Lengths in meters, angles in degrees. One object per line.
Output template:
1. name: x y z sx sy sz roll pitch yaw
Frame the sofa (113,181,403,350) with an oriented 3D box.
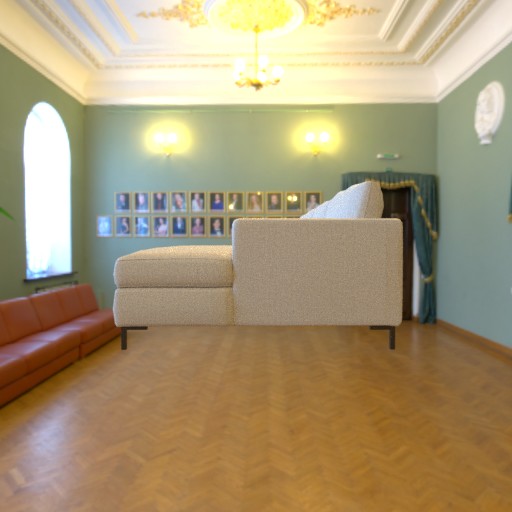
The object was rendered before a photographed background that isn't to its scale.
1. sofa: 0.000 0.000 3.235 1.258 0.755 2.731 0 1 0
